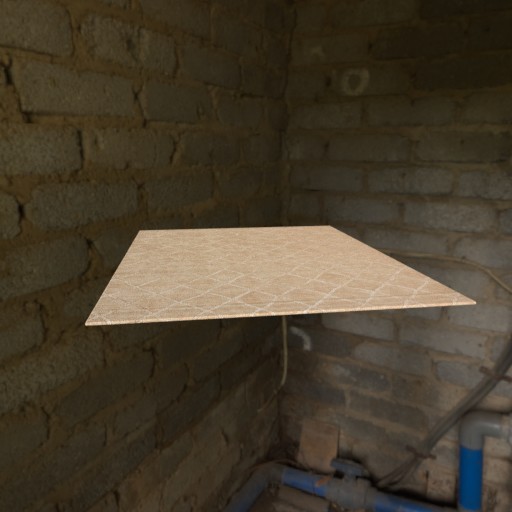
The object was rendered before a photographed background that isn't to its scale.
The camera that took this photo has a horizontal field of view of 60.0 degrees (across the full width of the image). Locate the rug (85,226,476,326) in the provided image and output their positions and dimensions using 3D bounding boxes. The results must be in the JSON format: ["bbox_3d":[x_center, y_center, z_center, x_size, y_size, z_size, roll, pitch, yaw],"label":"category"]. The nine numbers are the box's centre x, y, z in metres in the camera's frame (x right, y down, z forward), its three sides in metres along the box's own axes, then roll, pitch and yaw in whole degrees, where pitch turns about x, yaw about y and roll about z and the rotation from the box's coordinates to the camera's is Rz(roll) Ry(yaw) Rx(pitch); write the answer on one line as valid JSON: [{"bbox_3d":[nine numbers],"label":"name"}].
[{"bbox_3d":[0.000,0.000,4.147,2.420,0.019,3.039,-2,13,-8],"label":"rug"}]
